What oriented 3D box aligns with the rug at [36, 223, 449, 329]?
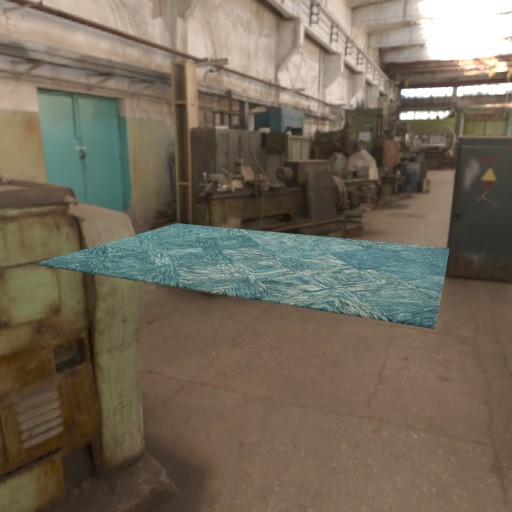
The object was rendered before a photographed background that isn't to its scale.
[{"bbox_3d":[0.000,0.000,2.896,2.277,0.015,1.490,7,16,24],"label":"rug"}]
